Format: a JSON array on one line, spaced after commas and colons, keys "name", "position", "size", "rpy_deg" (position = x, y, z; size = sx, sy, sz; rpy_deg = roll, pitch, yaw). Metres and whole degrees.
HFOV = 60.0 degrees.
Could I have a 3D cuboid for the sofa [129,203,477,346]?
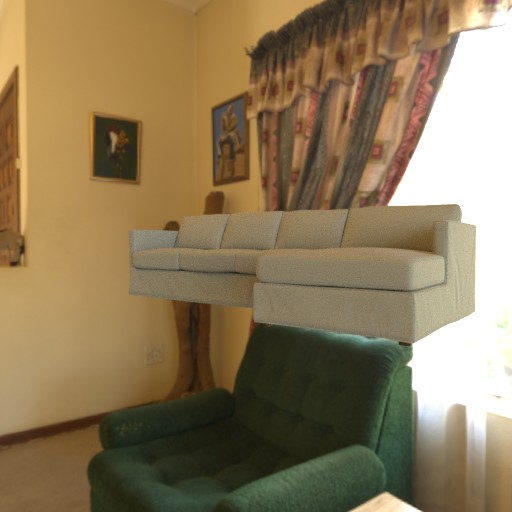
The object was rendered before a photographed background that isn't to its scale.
[{"name": "sofa", "position": [0.000, 0.000, 3.802], "size": [3.177, 0.867, 1.622], "rpy_deg": [1, 2, 37]}]
